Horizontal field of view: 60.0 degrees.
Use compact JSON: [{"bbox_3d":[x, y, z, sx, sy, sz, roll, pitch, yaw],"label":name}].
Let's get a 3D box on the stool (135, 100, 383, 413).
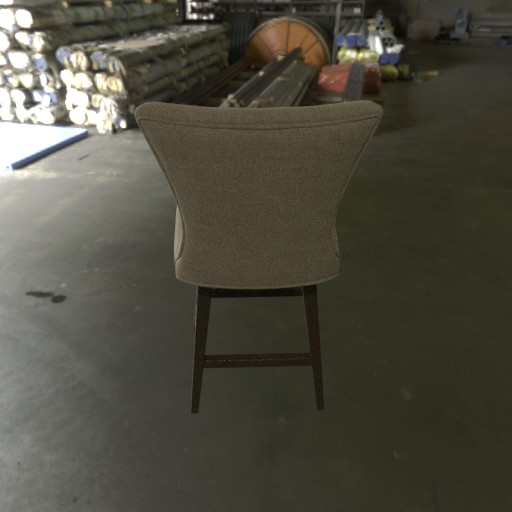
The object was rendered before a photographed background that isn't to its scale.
[{"bbox_3d":[0.000,0.000,1.352,0.514,1.000,0.574,-1,31,-2],"label":"stool"}]
